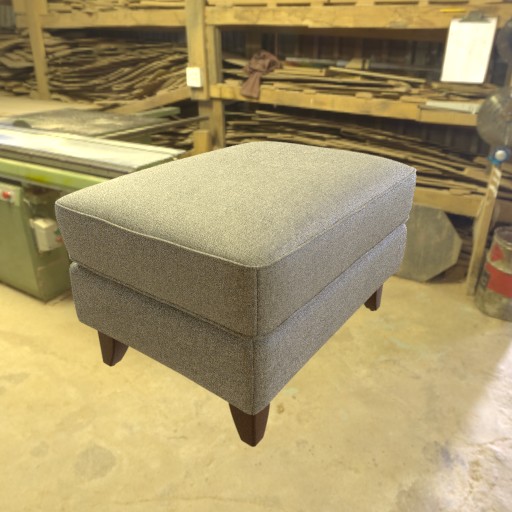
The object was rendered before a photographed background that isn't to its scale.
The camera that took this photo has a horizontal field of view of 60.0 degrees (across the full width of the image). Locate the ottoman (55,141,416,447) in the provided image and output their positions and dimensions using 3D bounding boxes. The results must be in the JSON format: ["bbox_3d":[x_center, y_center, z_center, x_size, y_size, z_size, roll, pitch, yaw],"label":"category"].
[{"bbox_3d":[0.000,0.000,1.324,0.661,0.561,0.889,17,30,32],"label":"ottoman"}]
